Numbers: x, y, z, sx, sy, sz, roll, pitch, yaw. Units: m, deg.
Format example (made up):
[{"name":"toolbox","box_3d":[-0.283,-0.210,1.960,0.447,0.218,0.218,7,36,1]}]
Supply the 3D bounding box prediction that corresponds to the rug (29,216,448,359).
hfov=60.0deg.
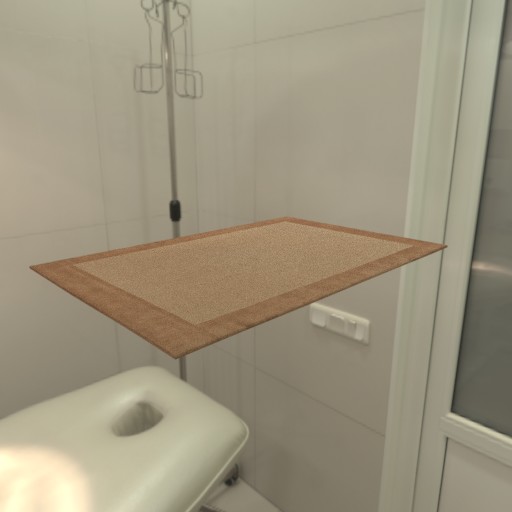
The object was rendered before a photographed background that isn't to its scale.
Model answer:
[{"name":"rug","box_3d":[0.000,0.000,2.298,1.829,0.014,1.219,-15,21,-42]}]
